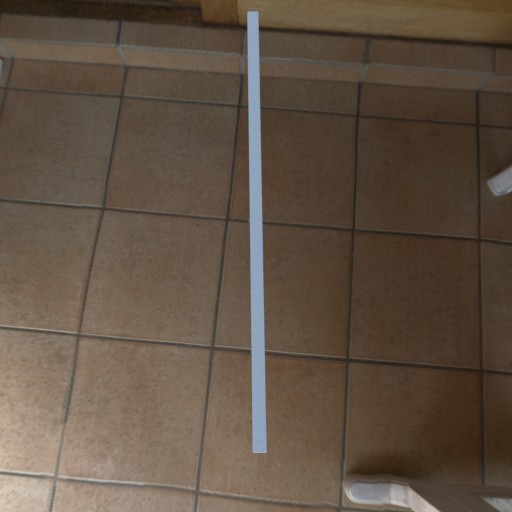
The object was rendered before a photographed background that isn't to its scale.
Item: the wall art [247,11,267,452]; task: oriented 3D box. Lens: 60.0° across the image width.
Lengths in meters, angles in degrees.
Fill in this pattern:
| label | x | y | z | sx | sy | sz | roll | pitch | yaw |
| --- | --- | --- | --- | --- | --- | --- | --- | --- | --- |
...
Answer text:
| label | x | y | z | sx | sy | sz | roll | pitch | yaw |
| --- | --- | --- | --- | --- | --- | --- | --- | --- | --- |
| wall art | 0.000 | 0.000 | 1.173 | 0.022 | 0.803 | 0.805 | -1 | 78 | 0 |
